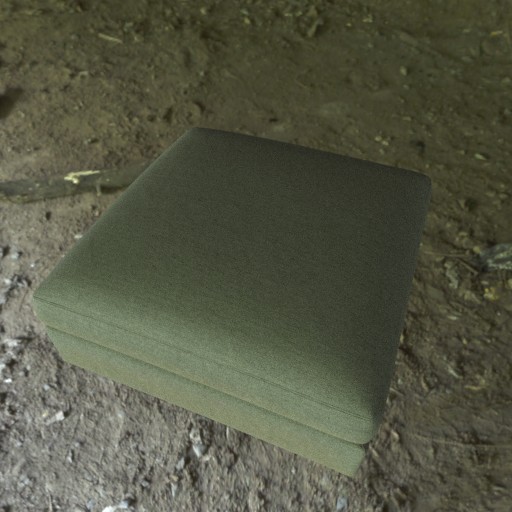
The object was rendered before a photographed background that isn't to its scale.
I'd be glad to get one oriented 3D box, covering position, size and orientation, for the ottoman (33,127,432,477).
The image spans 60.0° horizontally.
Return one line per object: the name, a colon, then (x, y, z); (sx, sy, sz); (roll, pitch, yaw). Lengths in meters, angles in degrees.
ottoman: (0.000, 0.000, 1.553); (1.041, 0.470, 1.041); (16, 49, 15)
